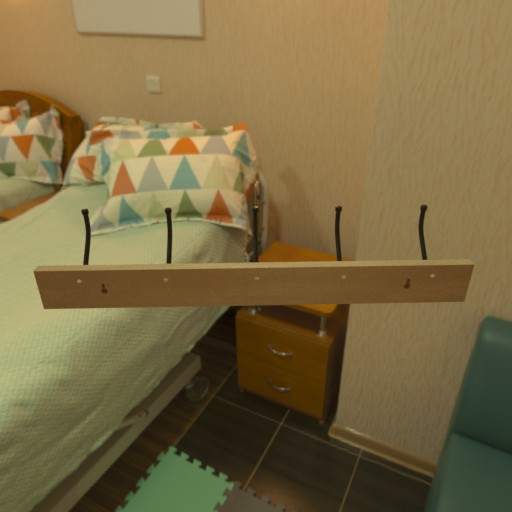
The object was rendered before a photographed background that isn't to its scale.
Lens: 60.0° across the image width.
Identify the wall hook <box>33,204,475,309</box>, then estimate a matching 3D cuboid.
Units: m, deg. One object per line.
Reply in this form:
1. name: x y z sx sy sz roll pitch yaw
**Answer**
1. wall hook: 0.000 0.000 0.605 0.571 0.117 0.071 -1 29 -2
